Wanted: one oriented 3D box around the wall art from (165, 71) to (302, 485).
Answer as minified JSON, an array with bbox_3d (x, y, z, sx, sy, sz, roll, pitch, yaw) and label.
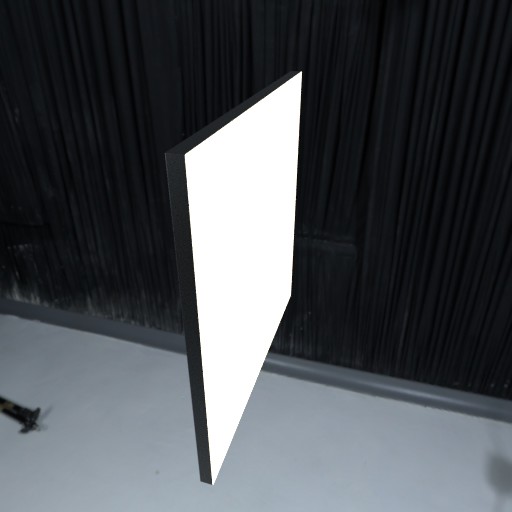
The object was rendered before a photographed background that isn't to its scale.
[{"bbox_3d":[0.000,0.000,1.136,0.031,0.775,0.773,9,32,15],"label":"wall art"}]
